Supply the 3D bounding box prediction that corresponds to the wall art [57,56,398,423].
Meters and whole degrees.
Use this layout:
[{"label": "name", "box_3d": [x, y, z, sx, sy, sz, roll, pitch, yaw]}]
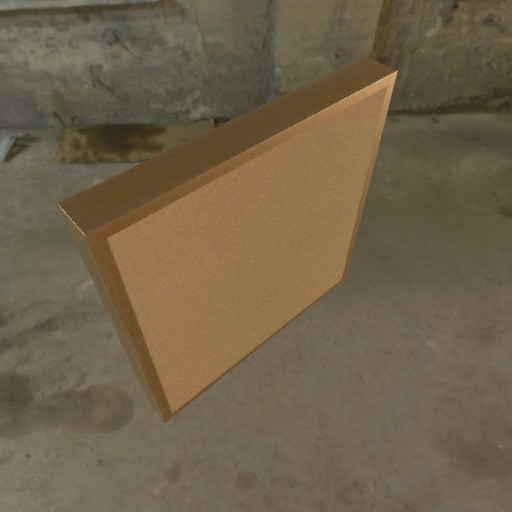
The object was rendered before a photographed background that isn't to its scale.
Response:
[{"label": "wall art", "box_3d": [0.000, 0.000, 0.455, 0.306, 0.305, 0.038, -34, 57, -26]}]
